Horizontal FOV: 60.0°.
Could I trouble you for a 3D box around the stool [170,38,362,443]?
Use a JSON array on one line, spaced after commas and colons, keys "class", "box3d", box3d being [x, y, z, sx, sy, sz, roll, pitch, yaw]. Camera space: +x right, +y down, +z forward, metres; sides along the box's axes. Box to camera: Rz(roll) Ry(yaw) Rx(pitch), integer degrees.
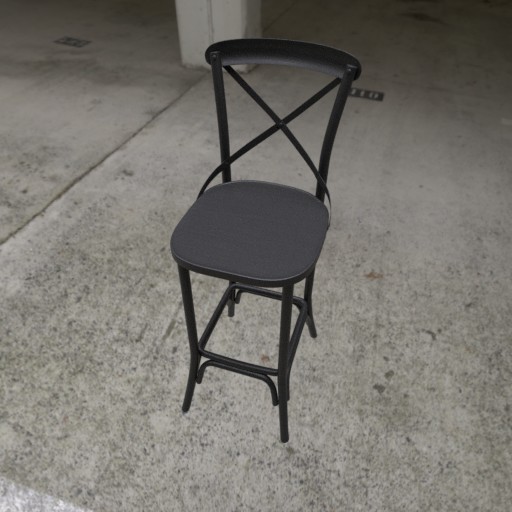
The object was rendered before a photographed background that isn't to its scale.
[{"class": "stool", "box3d": [0.000, 0.000, 1.445, 0.457, 1.168, 0.584, 12, 42, 13]}]
